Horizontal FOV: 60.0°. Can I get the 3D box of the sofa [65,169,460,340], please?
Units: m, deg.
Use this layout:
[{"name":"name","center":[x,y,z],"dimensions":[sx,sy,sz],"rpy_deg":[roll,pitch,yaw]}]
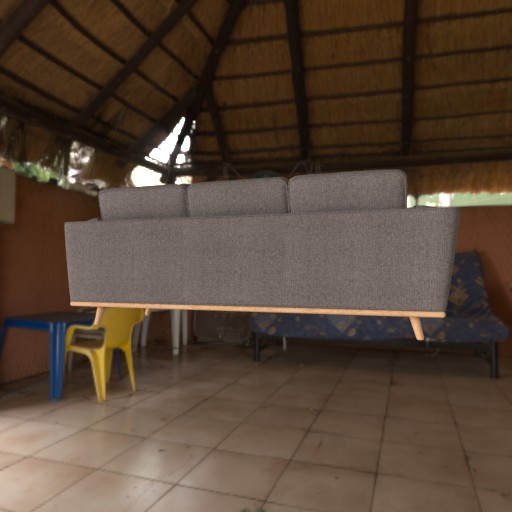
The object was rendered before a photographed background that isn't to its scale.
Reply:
[{"name":"sofa","center":[0.000,0.000,2.894],"dimensions":[2.362,0.899,0.903],"rpy_deg":[-1,-2,18]}]
